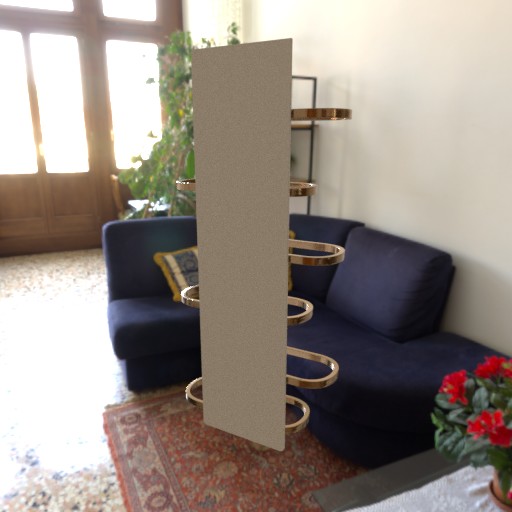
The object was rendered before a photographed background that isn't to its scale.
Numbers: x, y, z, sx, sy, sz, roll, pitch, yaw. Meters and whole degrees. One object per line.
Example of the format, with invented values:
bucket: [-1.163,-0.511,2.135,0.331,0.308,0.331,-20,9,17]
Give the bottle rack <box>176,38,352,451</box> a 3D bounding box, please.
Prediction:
bottle rack: [0.000,0.000,0.830,0.332,0.709,0.118,8,17,28]
